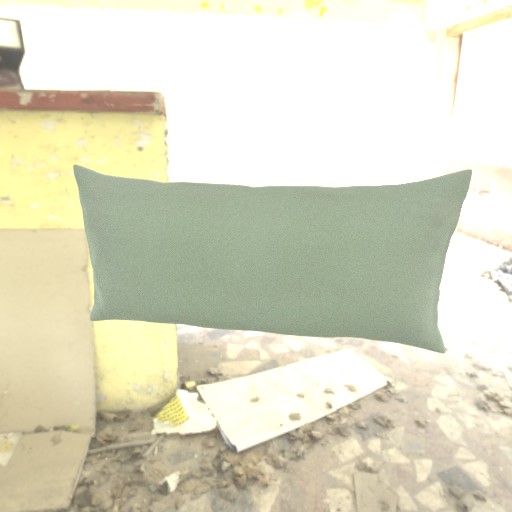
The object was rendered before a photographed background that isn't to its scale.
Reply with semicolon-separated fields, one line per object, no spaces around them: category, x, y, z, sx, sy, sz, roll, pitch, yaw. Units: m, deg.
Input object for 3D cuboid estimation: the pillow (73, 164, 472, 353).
pillow;0.000;0.000;0.710;0.610;0.287;0.151;3;17;10
